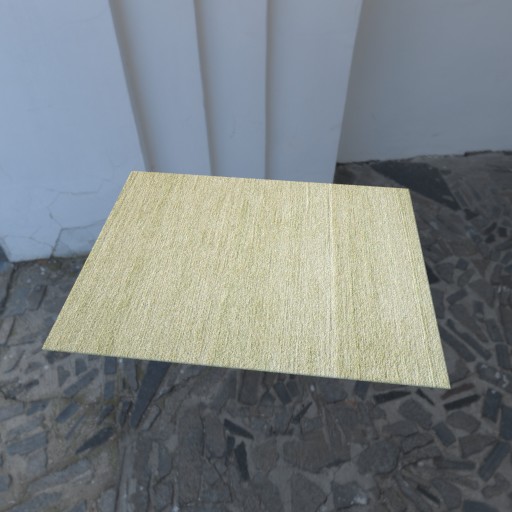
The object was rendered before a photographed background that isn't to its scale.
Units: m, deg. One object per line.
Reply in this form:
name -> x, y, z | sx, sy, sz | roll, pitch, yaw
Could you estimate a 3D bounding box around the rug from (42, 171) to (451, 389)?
rug -> 0.000, 0.000, 4.269 | 3.198, 0.016, 2.425 | 4, 47, 4
